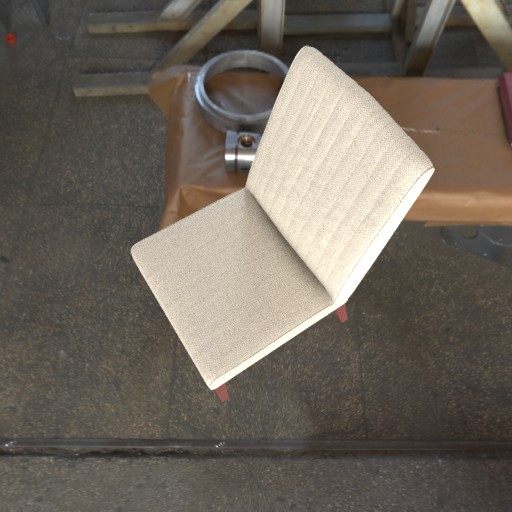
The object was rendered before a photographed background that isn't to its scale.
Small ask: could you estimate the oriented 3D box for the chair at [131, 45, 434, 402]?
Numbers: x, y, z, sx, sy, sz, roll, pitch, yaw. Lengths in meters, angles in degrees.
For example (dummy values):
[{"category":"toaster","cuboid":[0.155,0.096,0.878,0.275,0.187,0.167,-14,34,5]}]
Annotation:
[{"category":"chair","cuboid":[0.000,0.000,1.262,0.594,0.900,0.480,-30,67,-14]}]
